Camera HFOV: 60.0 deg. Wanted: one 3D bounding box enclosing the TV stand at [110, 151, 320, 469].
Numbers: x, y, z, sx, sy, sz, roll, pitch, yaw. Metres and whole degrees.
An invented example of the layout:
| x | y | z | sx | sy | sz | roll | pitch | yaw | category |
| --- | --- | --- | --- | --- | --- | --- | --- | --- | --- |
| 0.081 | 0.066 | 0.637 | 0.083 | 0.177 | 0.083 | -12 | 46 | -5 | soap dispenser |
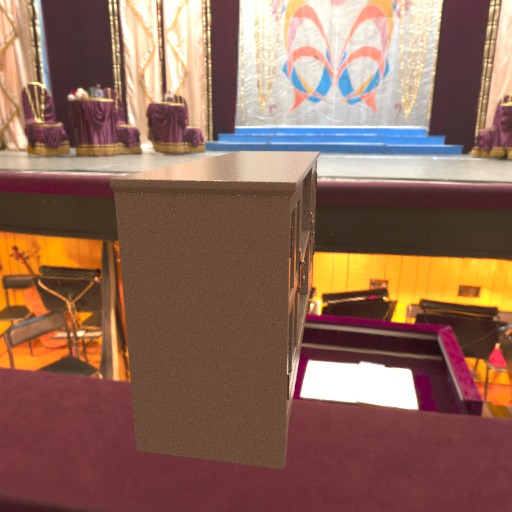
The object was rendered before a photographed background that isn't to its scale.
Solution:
| x | y | z | sx | sy | sz | roll | pitch | yaw | category |
| --- | --- | --- | --- | --- | --- | --- | --- | --- | --- |
| 0.000 | 0.000 | 1.421 | 0.344 | 0.603 | 1.167 | 3 | 16 | 10 | TV stand |
